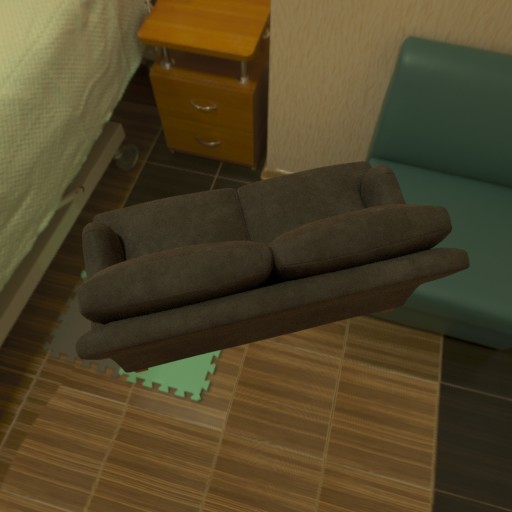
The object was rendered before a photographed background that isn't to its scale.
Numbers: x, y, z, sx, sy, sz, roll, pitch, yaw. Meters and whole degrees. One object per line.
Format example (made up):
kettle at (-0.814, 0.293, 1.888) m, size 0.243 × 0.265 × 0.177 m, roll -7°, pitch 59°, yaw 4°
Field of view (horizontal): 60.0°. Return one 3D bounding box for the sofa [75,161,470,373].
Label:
sofa at (0.000, 0.000, 2.557) m, size 1.853 × 1.101 × 1.084 m, roll -12°, pitch 61°, yaw -7°
